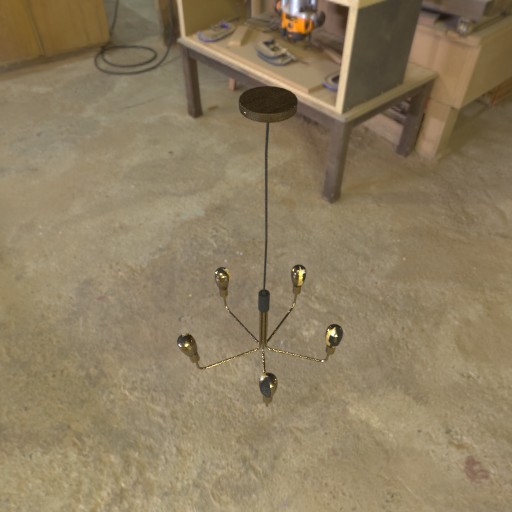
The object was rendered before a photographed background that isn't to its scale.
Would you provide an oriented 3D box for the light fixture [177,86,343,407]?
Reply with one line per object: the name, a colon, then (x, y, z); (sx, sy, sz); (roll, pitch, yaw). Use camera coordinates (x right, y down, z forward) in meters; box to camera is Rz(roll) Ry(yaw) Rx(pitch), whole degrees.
light fixture: (0.000, 0.000, 1.402); (0.588, 1.059, 0.532); (-30, 54, -25)
